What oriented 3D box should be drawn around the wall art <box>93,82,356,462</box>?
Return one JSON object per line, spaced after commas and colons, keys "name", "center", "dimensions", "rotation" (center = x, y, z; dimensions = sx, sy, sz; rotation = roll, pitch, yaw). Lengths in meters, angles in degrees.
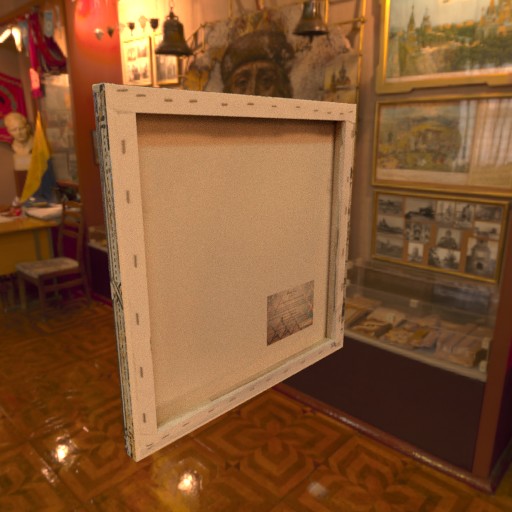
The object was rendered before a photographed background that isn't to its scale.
{"name": "wall art", "center": [0.000, 0.000, 0.893], "dimensions": [0.609, 0.607, 0.036], "rotation": [-15, 21, -43]}
